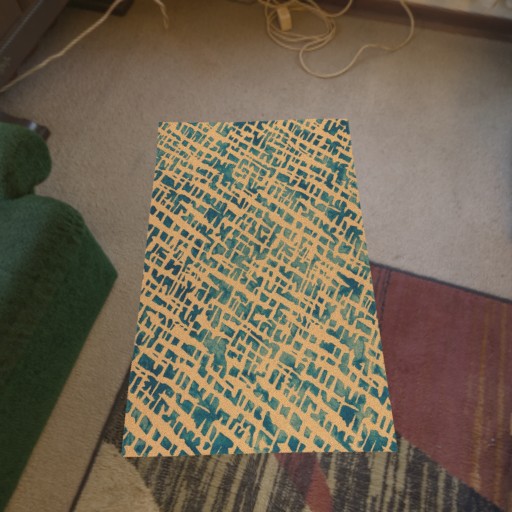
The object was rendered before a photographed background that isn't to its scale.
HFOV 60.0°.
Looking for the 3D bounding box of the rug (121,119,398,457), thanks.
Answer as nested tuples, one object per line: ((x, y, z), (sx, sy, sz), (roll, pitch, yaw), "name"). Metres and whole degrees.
((0.000, 0.000, 2.991), (1.520, 0.011, 2.447), (-1, 63, 0), "rug")
